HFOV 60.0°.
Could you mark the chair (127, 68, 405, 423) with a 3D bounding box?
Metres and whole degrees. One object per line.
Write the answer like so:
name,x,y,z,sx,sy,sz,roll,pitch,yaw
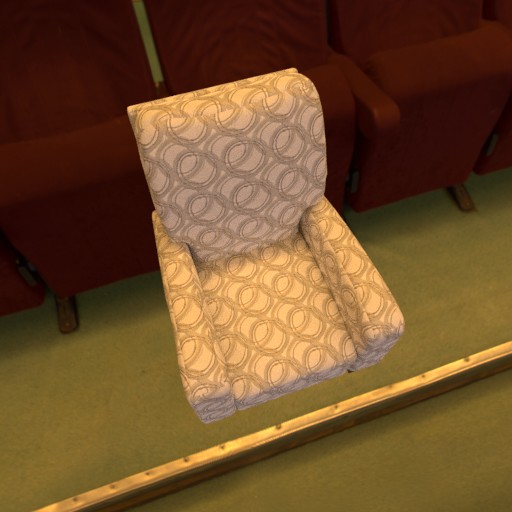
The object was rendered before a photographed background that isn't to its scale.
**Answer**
chair,0.000,0.000,1.769,0.796,1.065,0.995,-17,63,-9
